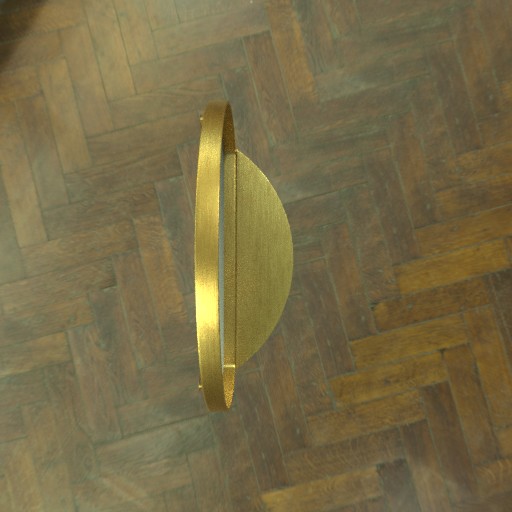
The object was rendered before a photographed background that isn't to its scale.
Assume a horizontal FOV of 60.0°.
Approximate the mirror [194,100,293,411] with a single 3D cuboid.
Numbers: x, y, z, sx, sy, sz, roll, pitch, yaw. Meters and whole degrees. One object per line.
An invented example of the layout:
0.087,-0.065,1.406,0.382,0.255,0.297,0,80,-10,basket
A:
0.000,0.000,0.690,0.133,0.457,0.457,0,88,0,mirror
